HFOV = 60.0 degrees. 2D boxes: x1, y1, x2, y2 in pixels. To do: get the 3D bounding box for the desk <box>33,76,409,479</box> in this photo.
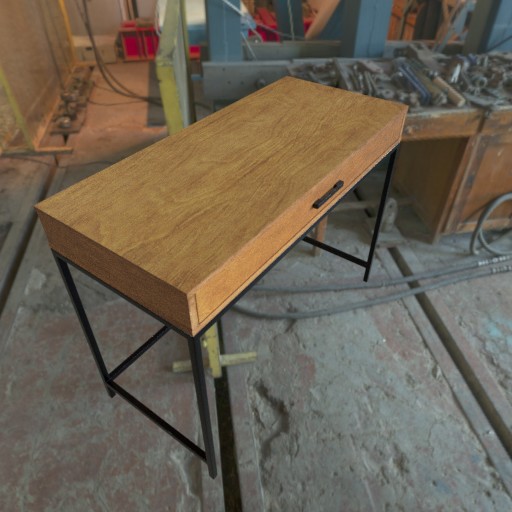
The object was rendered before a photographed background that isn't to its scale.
[{"bbox_3d":[0.000,0.000,1.427,0.470,0.762,1.016,26,47,26],"label":"desk"}]
